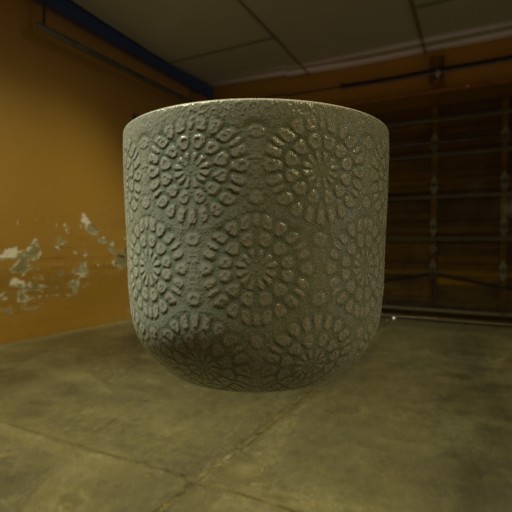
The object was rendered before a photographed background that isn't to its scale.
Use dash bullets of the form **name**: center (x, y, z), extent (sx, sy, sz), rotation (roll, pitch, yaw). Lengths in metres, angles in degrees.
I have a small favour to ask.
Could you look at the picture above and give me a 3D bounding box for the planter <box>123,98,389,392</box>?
- **planter**: center (0.000, 0.000, 0.295), extent (0.169, 0.153, 0.169), rotation (0, 1, 0)
